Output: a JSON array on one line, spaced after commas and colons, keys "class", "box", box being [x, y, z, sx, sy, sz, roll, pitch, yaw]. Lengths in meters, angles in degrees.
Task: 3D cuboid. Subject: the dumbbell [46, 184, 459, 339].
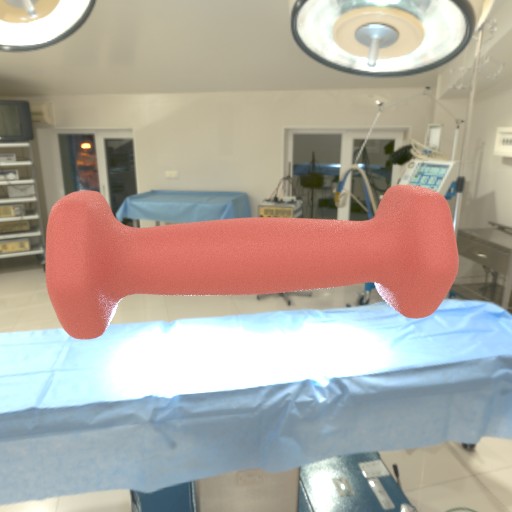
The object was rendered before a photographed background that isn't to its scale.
[{"class": "dumbbell", "box": [0.000, 0.000, 0.144, 0.123, 0.043, 0.047, -2, 16, -8]}]
